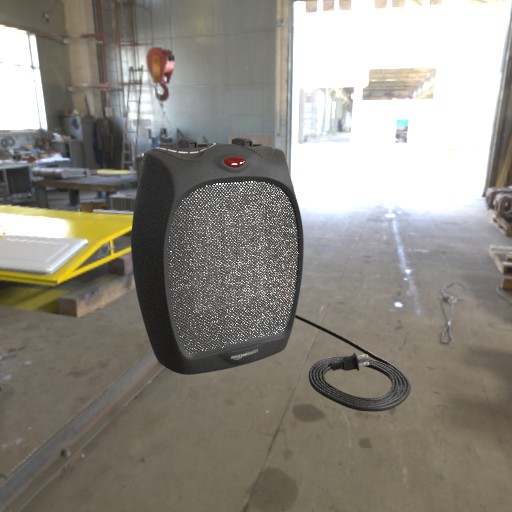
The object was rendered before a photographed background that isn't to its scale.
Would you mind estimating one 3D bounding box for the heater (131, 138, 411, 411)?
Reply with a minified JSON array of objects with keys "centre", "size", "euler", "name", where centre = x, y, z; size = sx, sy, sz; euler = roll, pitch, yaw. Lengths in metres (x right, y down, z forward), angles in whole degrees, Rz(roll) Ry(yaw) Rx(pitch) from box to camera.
[{"centre":[0.000,0.000,0.472],"size":[0.239,0.240,0.291],"euler":[-8,19,-26],"name":"heater"}]
